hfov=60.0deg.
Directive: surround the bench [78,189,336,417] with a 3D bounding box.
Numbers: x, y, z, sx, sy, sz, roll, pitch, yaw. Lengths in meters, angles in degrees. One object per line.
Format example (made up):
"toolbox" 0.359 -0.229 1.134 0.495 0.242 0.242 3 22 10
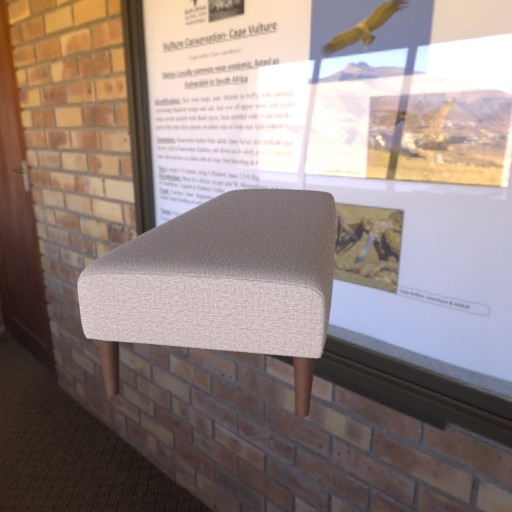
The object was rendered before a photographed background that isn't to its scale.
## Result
"bench" 0.000 0.000 1.806 0.631 0.383 1.598 3 16 10
